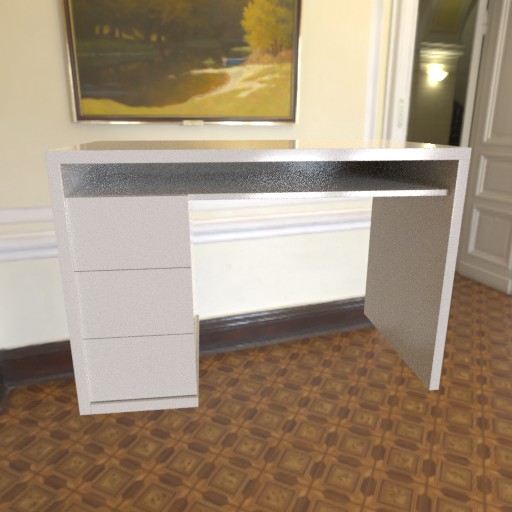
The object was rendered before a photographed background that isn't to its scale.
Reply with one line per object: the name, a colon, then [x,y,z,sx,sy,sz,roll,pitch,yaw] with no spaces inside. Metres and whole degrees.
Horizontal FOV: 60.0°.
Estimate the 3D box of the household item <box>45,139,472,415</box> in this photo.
household item: [0.000,0.000,1.523,1.100,0.749,0.597,-2,17,-6]
